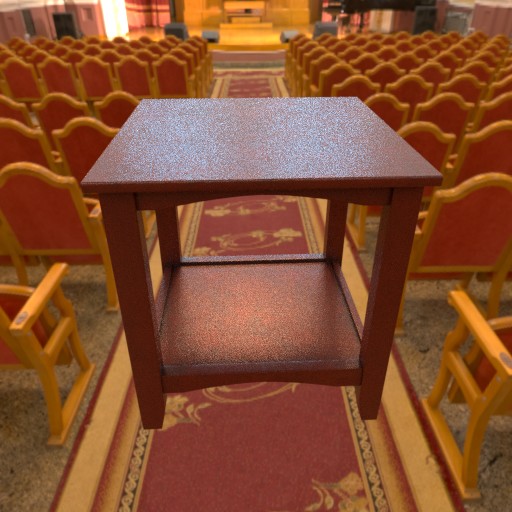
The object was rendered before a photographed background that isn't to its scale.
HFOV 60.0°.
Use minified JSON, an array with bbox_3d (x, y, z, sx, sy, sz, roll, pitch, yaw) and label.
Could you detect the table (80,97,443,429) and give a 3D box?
[{"bbox_3d":[0.000,0.000,0.968,0.523,0.558,0.522,0,32,0],"label":"table"}]
